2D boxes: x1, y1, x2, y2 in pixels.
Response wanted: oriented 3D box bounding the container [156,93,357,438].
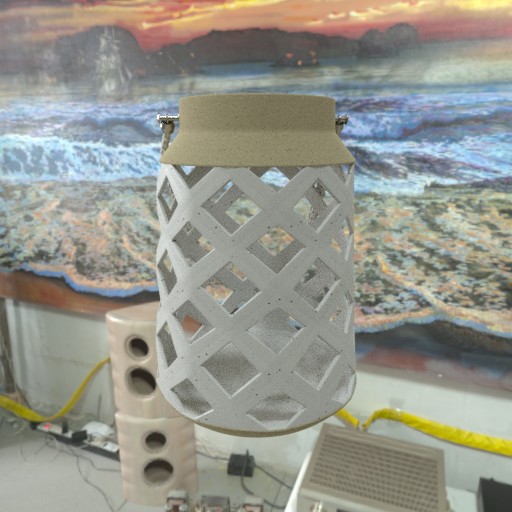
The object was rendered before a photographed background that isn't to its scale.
[{"bbox_3d":[0.000,0.000,0.345,0.163,0.229,0.172,-3,16,-9],"label":"container"}]
